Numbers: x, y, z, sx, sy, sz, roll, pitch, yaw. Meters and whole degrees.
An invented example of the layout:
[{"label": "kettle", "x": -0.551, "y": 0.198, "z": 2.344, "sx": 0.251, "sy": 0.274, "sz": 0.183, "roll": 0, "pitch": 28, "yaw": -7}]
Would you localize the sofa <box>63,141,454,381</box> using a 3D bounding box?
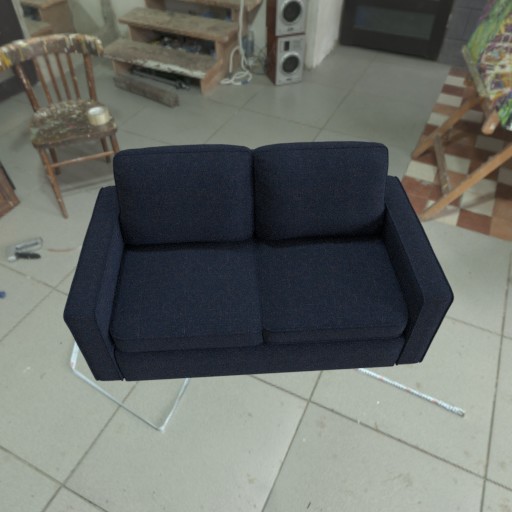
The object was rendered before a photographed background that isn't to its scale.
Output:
[{"label": "sofa", "x": 0.000, "y": 0.000, "z": 2.311, "sx": 1.709, "sy": 0.918, "sz": 0.947, "roll": -3, "pitch": 46, "yaw": -2}]
